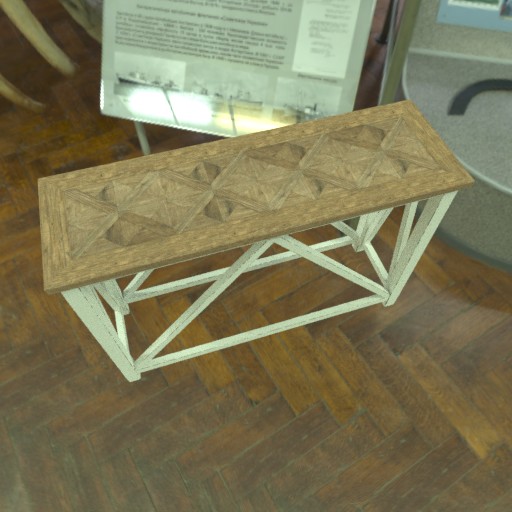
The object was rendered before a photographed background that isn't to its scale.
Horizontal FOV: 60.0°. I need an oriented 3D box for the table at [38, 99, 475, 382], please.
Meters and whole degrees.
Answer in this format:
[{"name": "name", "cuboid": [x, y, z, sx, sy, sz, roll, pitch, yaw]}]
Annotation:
[{"name": "table", "cuboid": [0.000, 0.000, 1.877, 1.400, 0.930, 0.450, -15, 58, -9]}]
